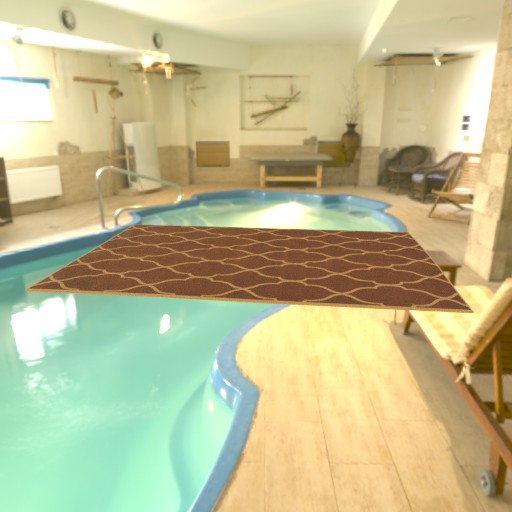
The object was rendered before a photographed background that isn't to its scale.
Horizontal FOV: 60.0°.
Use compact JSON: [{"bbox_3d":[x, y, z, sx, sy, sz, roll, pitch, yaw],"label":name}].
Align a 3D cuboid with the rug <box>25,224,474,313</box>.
[{"bbox_3d":[0.000,0.000,2.941,2.290,0.014,1.526,2,17,7],"label":"rug"}]
